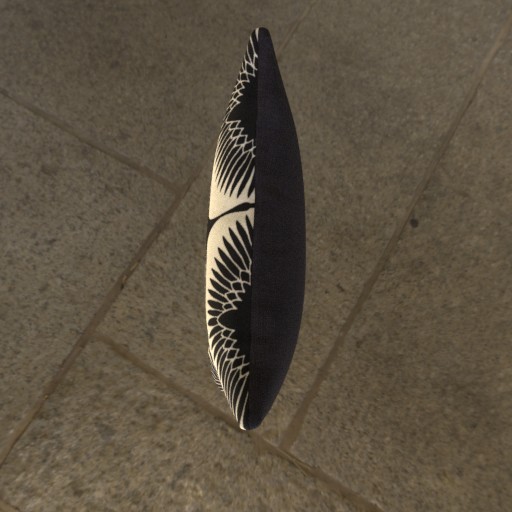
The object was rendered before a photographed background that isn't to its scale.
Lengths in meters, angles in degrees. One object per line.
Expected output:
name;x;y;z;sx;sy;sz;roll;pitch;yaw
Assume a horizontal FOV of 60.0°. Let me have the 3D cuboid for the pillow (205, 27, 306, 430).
pillow;0.000;0.000;0.653;0.139;0.432;0.432;1;76;0
